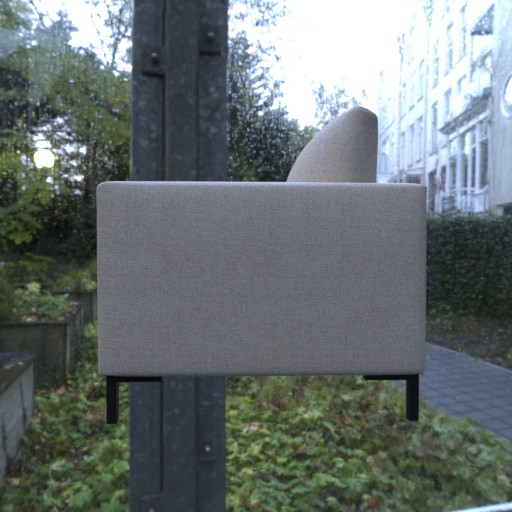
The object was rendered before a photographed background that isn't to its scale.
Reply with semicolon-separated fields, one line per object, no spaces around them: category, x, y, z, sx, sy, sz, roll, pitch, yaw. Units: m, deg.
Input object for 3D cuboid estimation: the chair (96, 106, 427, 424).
chair;0.000;0.000;1.589;0.866;0.861;0.963;0;1;-1
